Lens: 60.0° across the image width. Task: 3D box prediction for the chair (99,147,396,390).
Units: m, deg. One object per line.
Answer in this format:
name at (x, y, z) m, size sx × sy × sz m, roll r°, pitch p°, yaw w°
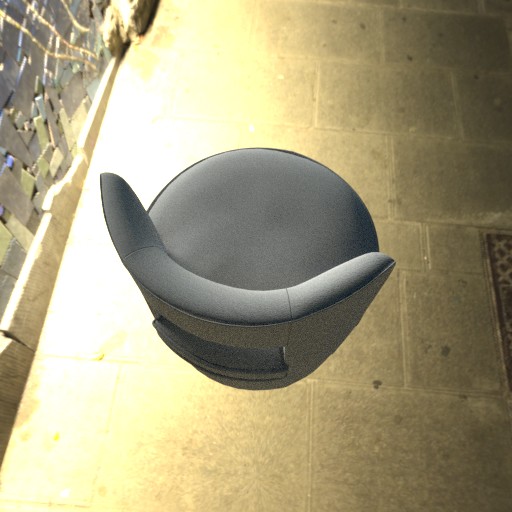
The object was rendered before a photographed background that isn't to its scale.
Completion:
chair at (0.000, 0.000, 1.212) m, size 0.650 × 0.723 × 0.665 m, roll 17°, pitch 65°, yaw 9°
